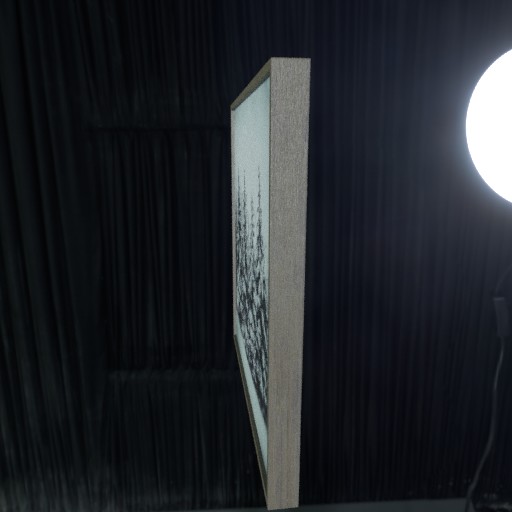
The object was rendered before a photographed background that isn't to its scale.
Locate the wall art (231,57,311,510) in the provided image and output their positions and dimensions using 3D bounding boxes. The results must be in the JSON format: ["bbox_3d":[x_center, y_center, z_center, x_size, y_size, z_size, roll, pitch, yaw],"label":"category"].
[{"bbox_3d":[0.000,0.000,0.720,0.037,0.507,0.507,-2,14,-7],"label":"wall art"}]
